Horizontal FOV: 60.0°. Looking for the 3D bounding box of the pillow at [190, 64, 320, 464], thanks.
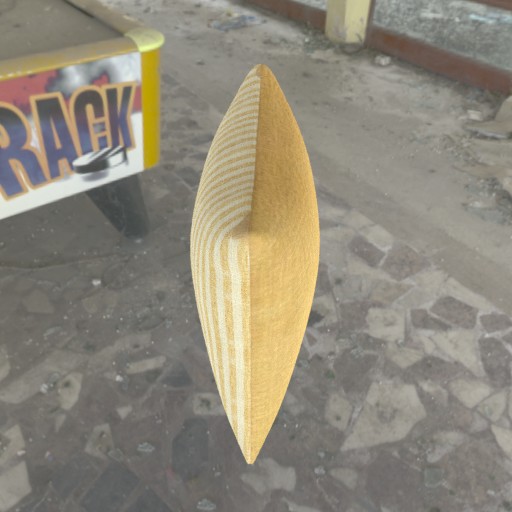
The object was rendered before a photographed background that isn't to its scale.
[{"bbox_3d":[0.000,0.000,0.639,0.173,0.407,0.419,1,42,1],"label":"pillow"}]
